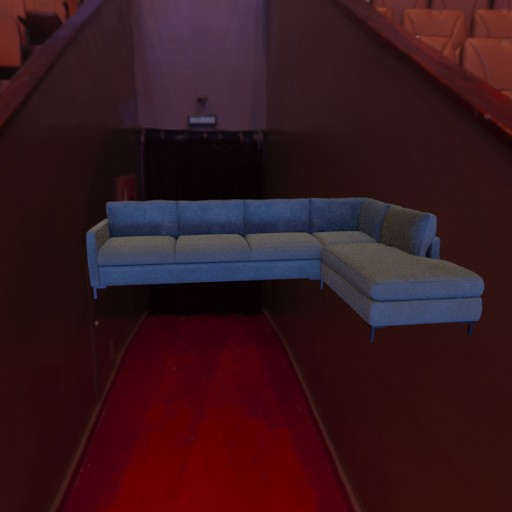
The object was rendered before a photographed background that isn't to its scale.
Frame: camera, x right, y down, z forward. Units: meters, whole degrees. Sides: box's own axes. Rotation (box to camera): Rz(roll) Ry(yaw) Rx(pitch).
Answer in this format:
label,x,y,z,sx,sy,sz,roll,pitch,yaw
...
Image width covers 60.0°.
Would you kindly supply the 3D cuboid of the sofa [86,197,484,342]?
label,x,y,z,sx,sy,sz,roll,pitch,yaw
sofa,0.000,0.000,3.230,2.486,0.687,1.707,-2,13,-8
